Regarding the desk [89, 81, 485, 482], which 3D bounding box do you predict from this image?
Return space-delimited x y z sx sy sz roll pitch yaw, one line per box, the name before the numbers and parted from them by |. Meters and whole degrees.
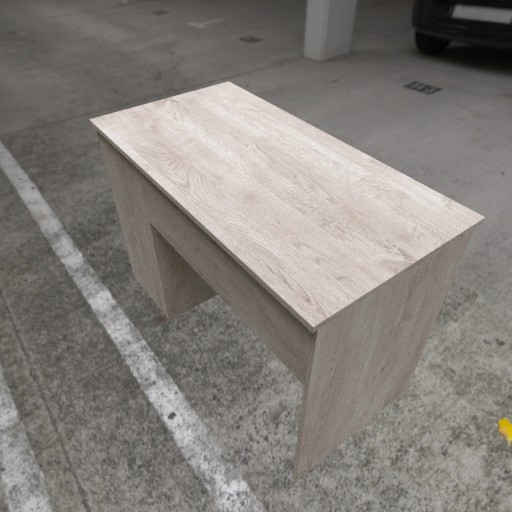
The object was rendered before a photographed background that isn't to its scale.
desk | 0.000 0.000 1.515 0.560 0.735 1.097 -27 48 -27
